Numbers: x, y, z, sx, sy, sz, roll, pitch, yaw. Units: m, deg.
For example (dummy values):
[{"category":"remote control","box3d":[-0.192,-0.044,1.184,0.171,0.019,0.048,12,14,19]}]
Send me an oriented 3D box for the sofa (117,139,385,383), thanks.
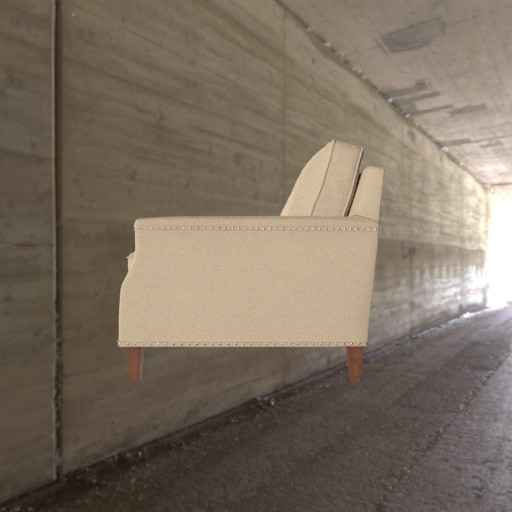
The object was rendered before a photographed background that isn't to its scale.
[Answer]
[{"category":"sofa","box3d":[0.000,0.000,2.844,1.084,1.003,2.246,0,0,1]}]
